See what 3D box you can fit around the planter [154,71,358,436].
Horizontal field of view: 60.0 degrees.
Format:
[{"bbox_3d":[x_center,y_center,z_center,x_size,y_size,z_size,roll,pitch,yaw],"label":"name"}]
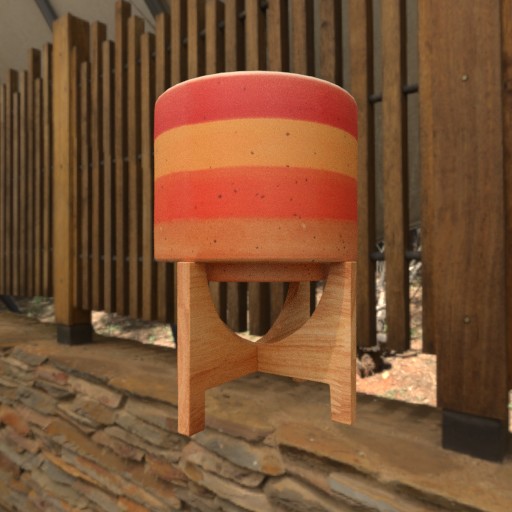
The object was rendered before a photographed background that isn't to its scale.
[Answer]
[{"bbox_3d":[0.000,0.000,0.577,0.269,0.379,0.269,0,0,0],"label":"planter"}]
